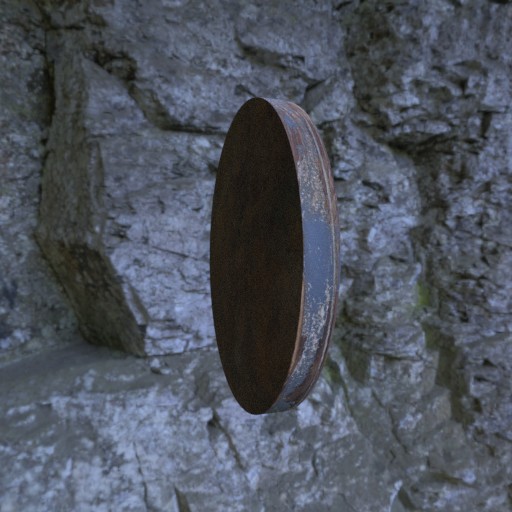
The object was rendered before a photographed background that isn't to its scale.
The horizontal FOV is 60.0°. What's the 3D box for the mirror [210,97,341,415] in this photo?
[{"bbox_3d":[0.000,0.000,0.871,0.061,0.585,0.585,0,-1,-18],"label":"mirror"}]
